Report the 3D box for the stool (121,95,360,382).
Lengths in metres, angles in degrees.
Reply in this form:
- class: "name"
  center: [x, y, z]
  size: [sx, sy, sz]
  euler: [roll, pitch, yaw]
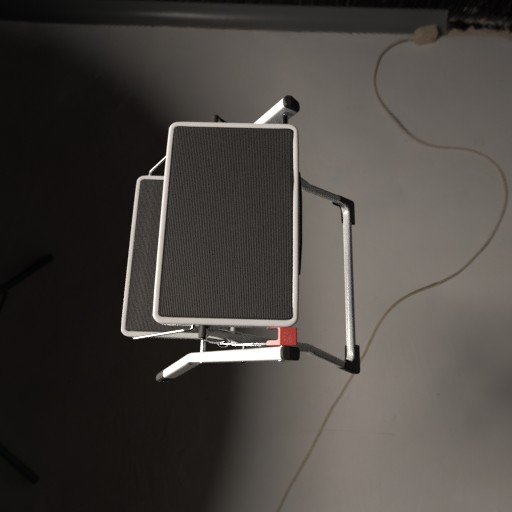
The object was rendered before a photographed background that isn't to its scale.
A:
- class: "stool"
  center: [0.000, 0.000, 0.863]
  size: [0.490, 0.445, 0.485]
  euler: [1, 74, 0]
